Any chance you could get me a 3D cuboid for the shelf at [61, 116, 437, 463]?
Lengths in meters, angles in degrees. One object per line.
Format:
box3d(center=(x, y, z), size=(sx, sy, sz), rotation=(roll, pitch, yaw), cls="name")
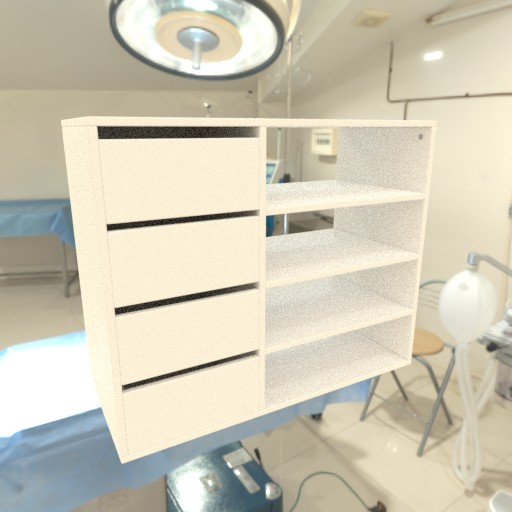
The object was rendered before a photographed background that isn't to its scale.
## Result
box3d(center=(0.000, 0.000, 1.250), size=(0.895, 0.732, 0.396), rotation=(-9, 18, -28), cls="shelf")
